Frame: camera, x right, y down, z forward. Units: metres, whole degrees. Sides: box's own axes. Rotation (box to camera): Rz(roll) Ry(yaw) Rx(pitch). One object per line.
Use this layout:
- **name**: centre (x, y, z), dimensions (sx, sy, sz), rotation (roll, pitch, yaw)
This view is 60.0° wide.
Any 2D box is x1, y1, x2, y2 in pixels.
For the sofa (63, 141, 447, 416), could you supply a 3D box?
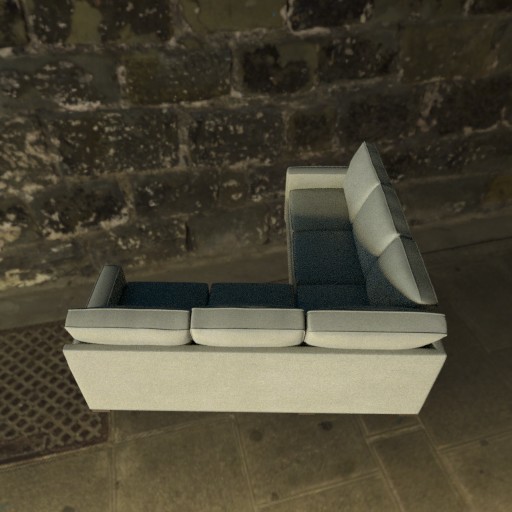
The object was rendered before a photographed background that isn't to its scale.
- **sofa**: centre (0.000, 0.000, 3.452), dimensions (2.211, 0.936, 2.188), rotation (0, 42, 0)
